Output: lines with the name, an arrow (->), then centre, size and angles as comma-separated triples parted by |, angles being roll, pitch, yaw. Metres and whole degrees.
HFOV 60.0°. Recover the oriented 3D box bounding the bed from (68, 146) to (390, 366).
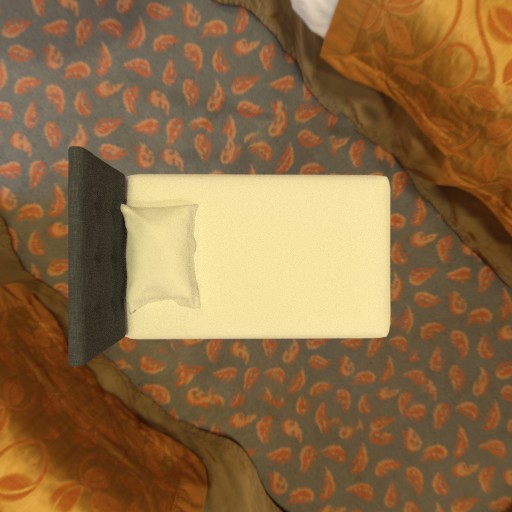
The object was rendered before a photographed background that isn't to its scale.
bed -> 0.000, 0.000, 3.069 | 1.997, 1.571, 1.261 | 0, 90, -1
